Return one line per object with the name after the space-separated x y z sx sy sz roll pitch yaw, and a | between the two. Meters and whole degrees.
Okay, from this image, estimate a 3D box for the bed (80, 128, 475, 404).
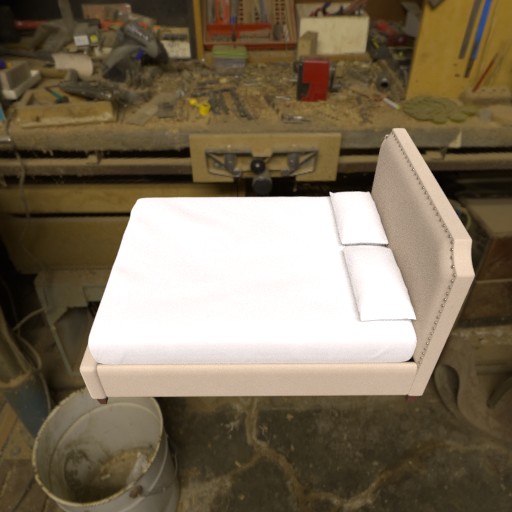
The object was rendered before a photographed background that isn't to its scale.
0.000 0.000 3.371 2.329 1.415 1.703 0 41 0 | bed
